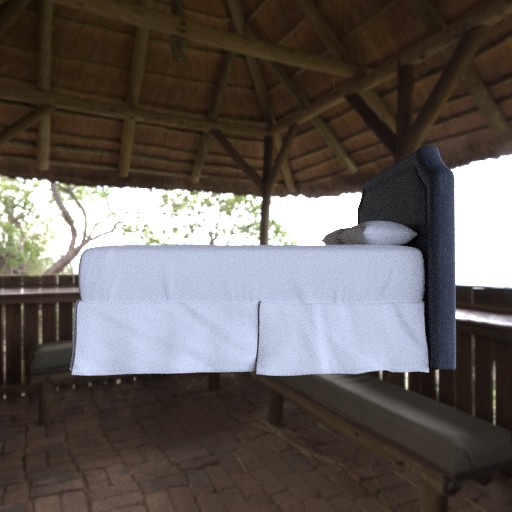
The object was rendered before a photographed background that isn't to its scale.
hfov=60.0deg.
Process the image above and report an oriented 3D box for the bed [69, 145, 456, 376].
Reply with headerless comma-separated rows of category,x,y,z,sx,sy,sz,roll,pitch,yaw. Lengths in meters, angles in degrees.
bed,0.000,0.000,3.179,2.116,1.290,1.693,0,0,-1
